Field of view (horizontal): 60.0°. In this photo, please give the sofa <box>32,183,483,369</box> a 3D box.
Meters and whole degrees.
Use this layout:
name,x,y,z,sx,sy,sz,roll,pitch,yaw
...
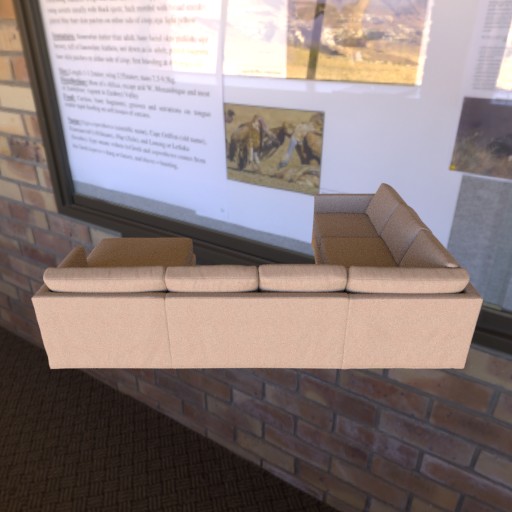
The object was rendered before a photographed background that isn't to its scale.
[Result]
name,x,y,z,sx,sy,sz,roll,pitch,yaw
sofa,0.000,0.000,4.534,3.460,0.882,2.427,0,27,0
